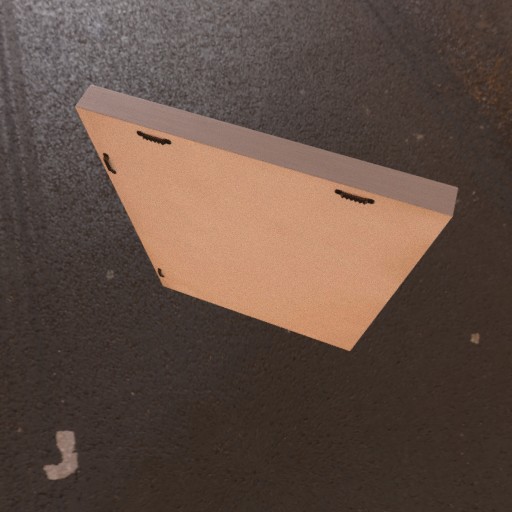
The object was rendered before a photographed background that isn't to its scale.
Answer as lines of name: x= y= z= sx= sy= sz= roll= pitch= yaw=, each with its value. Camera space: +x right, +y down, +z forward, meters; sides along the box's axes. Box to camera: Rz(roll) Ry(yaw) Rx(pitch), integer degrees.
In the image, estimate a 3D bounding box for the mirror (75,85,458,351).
mirror: x=0.000 y=0.000 z=0.682 sx=0.405 sy=0.508 sz=0.041 roll=18 pitch=65 yaw=9
